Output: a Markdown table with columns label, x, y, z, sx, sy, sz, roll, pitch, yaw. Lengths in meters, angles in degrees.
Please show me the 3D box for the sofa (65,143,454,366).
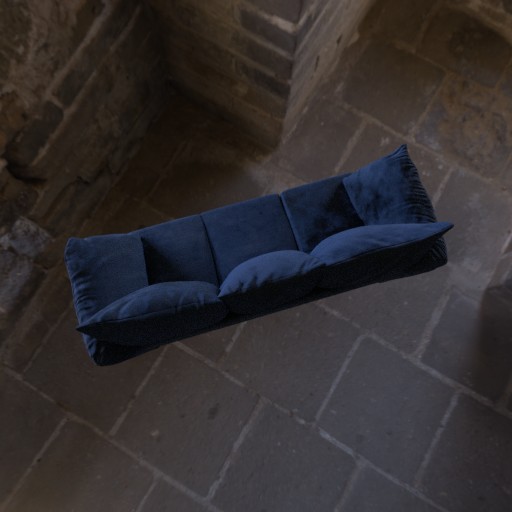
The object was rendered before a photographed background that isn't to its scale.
| label | x | y | z | sx | sy | sz | roll | pitch | yaw |
| --- | --- | --- | --- | --- | --- | --- | --- | --- | --- |
| sofa | 0.000 | 0.000 | 2.993 | 2.390 | 1.091 | 0.907 | -16 | 76 | -4 |
